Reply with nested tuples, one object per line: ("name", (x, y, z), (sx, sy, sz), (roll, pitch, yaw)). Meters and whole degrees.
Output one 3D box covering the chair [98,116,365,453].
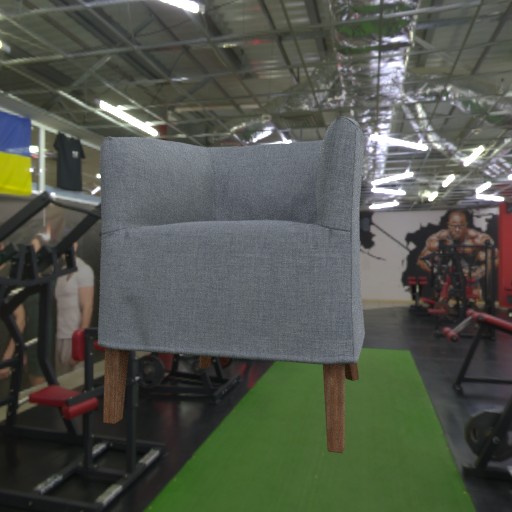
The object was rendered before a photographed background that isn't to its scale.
("chair", (0.000, 0.000, 1.250), (0.600, 0.771, 0.668), (0, 0, 17))
